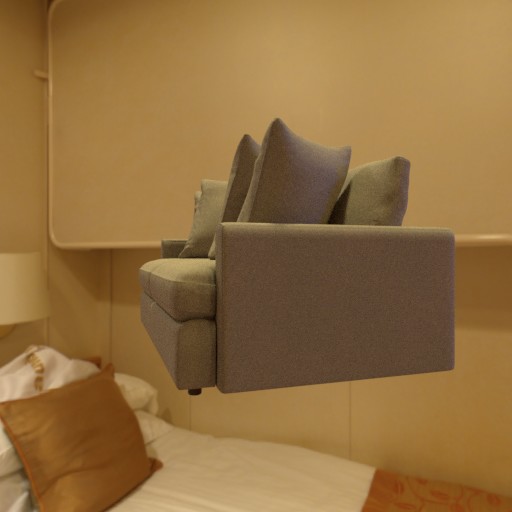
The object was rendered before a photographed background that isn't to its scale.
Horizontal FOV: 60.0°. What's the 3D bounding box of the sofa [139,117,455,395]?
[{"bbox_3d":[0.000,0.000,2.593,1.228,1.080,1.869,0,0,-19],"label":"sofa"}]
